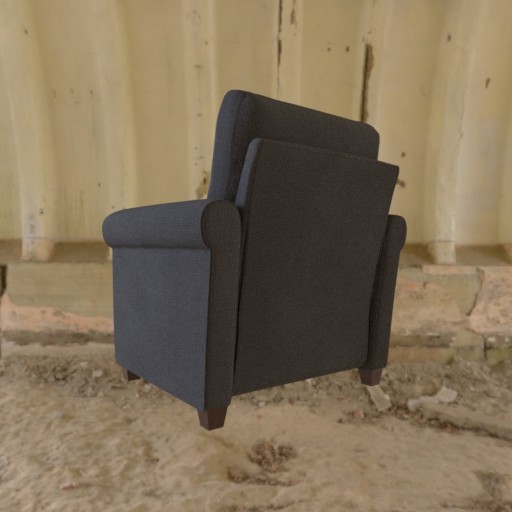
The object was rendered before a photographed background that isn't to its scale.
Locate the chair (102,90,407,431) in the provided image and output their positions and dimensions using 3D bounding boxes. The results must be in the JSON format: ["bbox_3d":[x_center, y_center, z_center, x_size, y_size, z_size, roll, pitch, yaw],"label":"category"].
[{"bbox_3d":[0.000,0.000,1.629,0.867,0.942,0.828,0,0,-37],"label":"chair"}]
